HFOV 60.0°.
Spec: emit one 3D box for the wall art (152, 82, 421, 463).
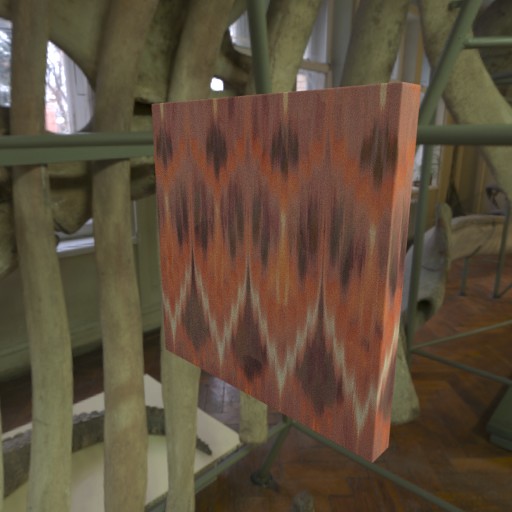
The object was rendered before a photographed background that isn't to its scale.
[{"bbox_3d":[0.000,0.000,0.599,0.403,0.406,0.038,14,20,42],"label":"wall art"}]
